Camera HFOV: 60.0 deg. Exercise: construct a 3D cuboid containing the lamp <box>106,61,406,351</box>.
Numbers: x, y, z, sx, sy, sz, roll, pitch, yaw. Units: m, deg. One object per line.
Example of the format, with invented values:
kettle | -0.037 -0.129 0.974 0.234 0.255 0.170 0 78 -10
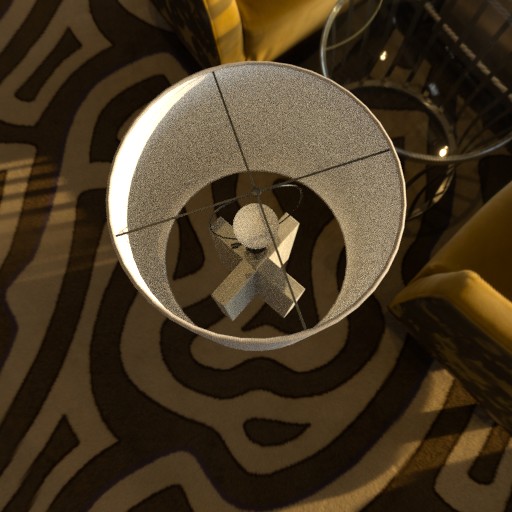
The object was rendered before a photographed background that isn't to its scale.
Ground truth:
lamp | 0.000 0.000 0.544 0.229 0.428 0.229 41 80 9
